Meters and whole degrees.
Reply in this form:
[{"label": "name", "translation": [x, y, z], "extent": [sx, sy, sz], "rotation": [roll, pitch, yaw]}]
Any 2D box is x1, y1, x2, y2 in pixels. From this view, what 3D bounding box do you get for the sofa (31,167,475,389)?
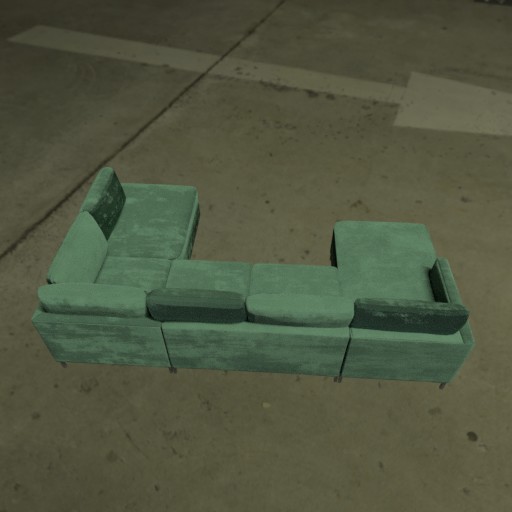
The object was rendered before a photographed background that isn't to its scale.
[{"label": "sofa", "translation": [0.000, 0.000, 4.232], "extent": [3.434, 0.992, 2.055], "rotation": [2, 46, 2]}]
